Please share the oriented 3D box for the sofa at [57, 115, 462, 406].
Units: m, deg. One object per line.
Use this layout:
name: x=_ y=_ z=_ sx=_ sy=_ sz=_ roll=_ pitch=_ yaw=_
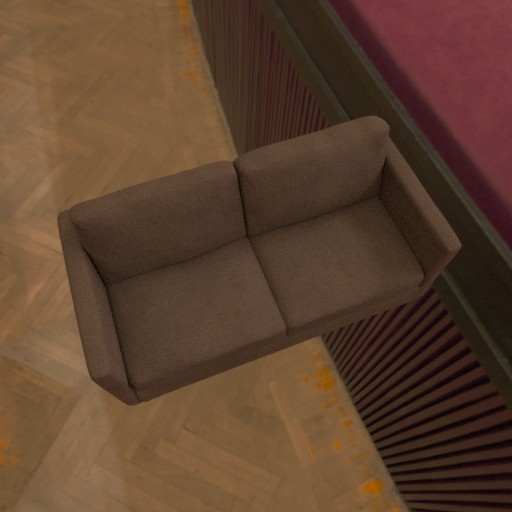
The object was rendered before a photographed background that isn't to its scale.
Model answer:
sofa: x=0.000 y=0.000 z=2.474 sx=1.884 sy=0.963 sz=0.950 roll=-19 pitch=64 yaw=-10
